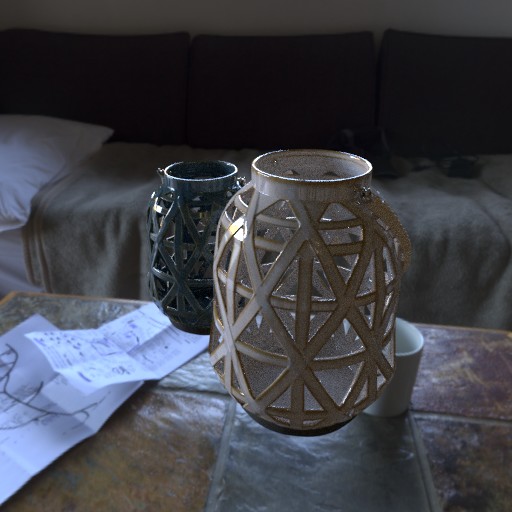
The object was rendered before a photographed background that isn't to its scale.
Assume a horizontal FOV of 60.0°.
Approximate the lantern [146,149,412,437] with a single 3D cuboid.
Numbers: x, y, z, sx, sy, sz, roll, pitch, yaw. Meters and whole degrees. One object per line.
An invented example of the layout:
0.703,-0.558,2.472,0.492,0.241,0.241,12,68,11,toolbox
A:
0.000,0.000,0.610,0.245,0.307,0.439,-19,33,-33,lantern
